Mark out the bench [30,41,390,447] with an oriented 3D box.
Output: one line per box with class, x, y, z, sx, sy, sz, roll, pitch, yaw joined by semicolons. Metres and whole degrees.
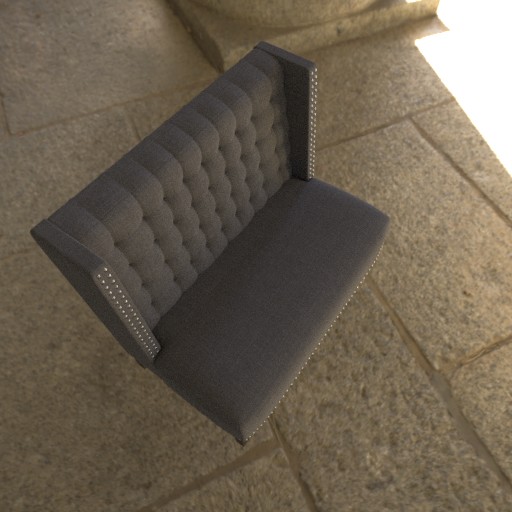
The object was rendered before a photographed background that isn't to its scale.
bench;0.000;0.000;1.982;0.842;1.121;1.276;31;63;18
